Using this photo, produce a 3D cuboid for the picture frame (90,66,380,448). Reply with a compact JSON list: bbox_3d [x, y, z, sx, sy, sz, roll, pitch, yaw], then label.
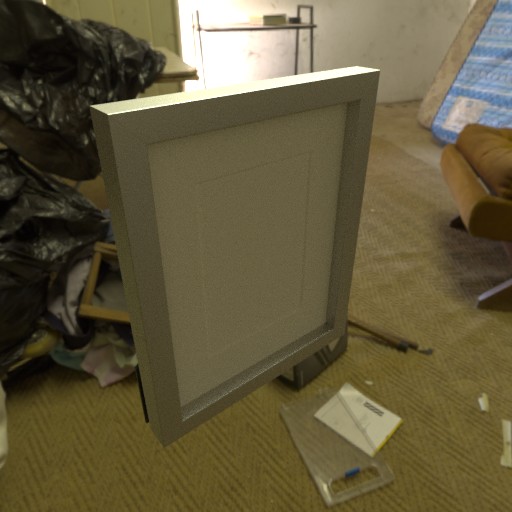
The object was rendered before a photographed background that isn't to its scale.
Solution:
[{"bbox_3d":[0.000,0.000,0.383,0.233,0.282,0.036,-23,38,-33],"label":"picture frame"}]
